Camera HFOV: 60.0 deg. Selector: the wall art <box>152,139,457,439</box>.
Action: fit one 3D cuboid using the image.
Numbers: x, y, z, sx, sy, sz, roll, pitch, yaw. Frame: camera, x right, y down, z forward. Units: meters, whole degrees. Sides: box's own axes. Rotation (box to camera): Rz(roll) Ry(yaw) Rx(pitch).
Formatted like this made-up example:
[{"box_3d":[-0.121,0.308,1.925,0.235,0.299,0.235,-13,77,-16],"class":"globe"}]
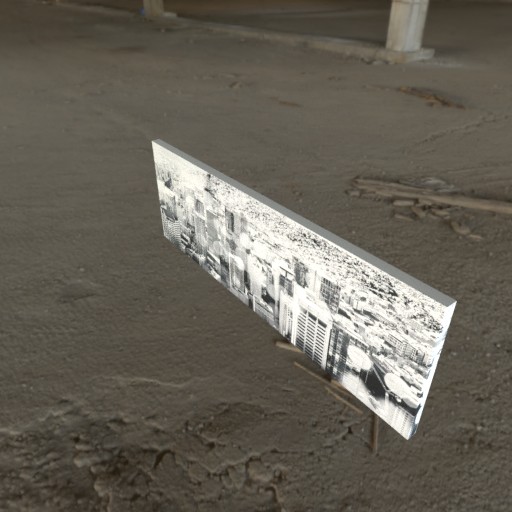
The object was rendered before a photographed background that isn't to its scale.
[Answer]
[{"box_3d":[0.000,0.000,1.693,0.044,0.507,1.520,-23,39,-31],"class":"wall art"}]
